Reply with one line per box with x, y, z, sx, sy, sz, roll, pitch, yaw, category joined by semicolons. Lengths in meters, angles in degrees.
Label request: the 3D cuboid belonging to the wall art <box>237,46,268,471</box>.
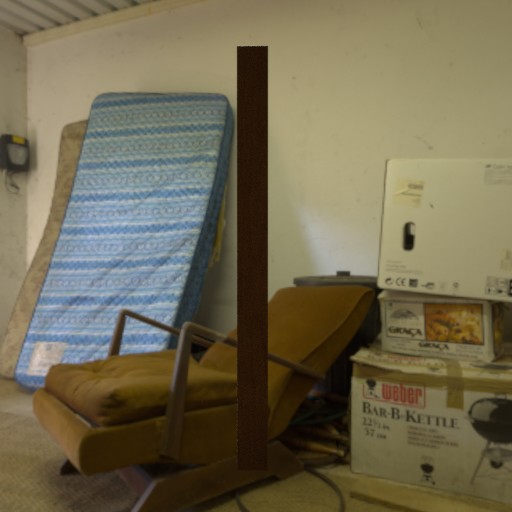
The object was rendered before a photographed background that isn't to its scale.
0.000;0.000;0.755;0.033;0.457;0.558;0;1;1;wall art
